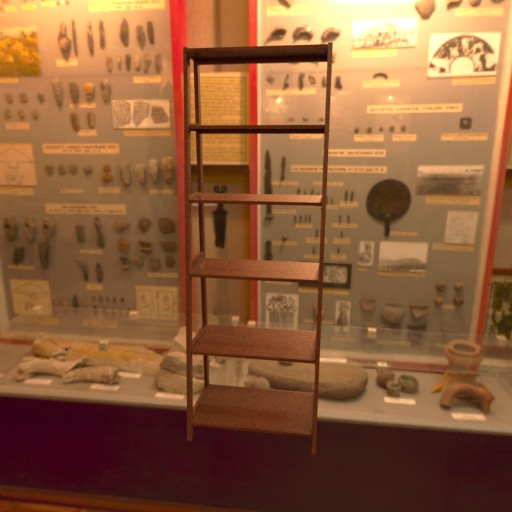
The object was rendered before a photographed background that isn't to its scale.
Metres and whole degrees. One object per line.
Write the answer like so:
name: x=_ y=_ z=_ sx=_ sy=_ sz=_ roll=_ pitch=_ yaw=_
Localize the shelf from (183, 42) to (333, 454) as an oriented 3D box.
shelf: x=0.000 y=0.000 z=2.162 sx=0.660 sy=1.892 sz=0.382 roll=2 pitch=15 yaw=9
